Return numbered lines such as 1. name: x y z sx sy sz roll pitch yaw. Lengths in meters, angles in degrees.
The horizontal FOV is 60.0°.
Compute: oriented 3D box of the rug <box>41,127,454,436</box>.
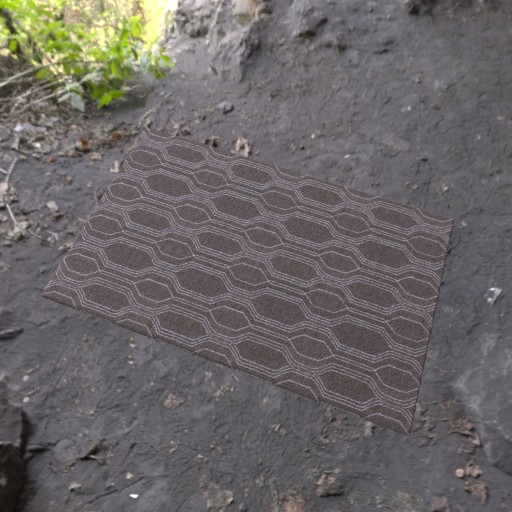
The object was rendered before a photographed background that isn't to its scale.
1. rug: 0.000 0.000 3.046 2.457 0.012 1.541 19 65 9
